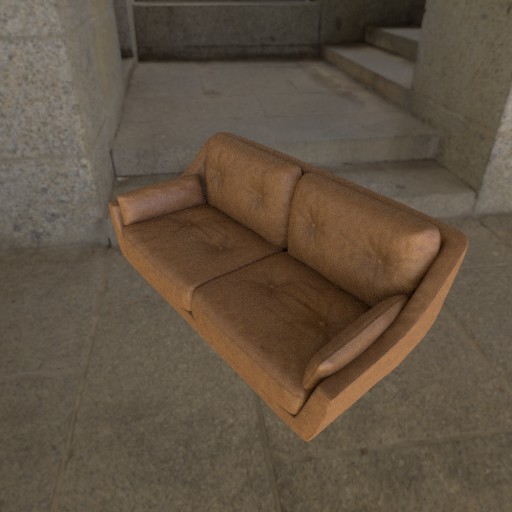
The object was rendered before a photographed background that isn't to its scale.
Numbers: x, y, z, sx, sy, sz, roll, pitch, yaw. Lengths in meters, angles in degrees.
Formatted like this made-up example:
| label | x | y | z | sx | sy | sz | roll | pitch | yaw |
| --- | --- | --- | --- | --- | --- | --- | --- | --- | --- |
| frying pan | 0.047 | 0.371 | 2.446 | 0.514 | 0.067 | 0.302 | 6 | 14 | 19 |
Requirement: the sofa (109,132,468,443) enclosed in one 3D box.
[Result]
| label | x | y | z | sx | sy | sz | roll | pitch | yaw |
| --- | --- | --- | --- | --- | --- | --- | --- | --- | --- |
| sofa | 0.000 | 0.000 | 2.375 | 0.904 | 0.839 | 1.902 | -23 | 40 | -31 |
